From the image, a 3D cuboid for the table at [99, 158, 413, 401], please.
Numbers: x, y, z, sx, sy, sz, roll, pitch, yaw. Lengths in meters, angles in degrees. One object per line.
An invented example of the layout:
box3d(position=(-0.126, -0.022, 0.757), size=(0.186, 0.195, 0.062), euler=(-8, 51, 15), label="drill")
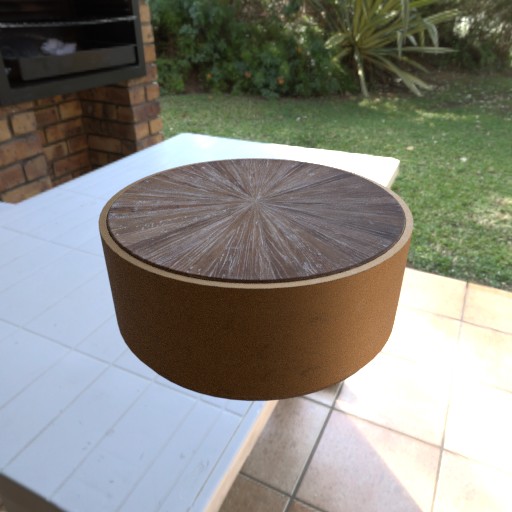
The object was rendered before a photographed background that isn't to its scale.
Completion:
box3d(position=(0.000, 0.000, 1.572), size=(1.001, 0.409, 1.001), euler=(0, 30, 0), label="table")
